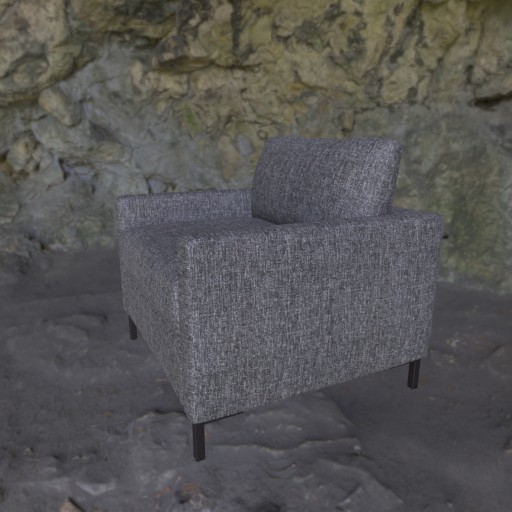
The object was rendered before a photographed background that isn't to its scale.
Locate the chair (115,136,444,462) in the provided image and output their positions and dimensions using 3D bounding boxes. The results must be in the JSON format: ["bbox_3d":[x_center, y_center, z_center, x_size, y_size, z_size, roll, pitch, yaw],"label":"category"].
[{"bbox_3d":[0.000,0.000,1.644,0.866,0.861,0.963,-7,17,-26],"label":"chair"}]
